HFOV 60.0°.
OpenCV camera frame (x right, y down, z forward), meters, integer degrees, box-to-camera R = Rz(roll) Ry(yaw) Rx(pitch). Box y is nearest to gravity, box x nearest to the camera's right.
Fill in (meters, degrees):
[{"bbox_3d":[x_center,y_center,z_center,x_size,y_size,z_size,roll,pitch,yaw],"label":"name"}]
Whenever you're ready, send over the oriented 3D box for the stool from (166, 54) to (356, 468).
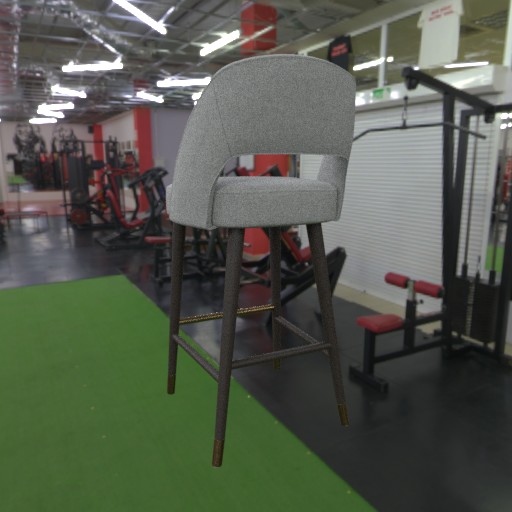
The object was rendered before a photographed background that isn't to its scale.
[{"bbox_3d":[0.000,0.000,1.343,0.494,1.037,0.509,-6,13,-26],"label":"stool"}]
